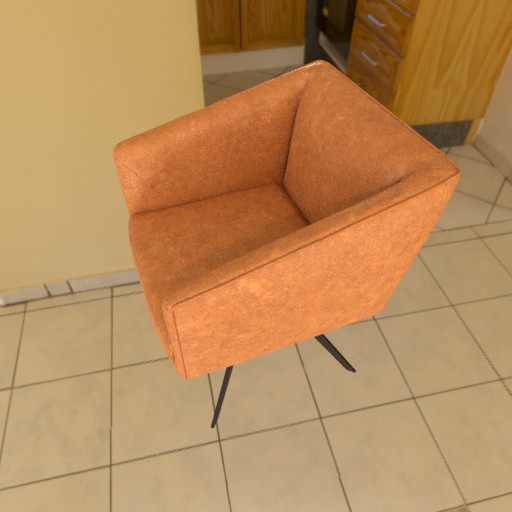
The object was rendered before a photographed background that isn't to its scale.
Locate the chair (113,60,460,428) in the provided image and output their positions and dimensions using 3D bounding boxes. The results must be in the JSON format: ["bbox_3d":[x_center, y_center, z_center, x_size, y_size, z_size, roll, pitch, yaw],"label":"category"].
[{"bbox_3d":[0.000,0.000,1.209,0.625,0.760,0.588,-16,48,-15],"label":"chair"}]
